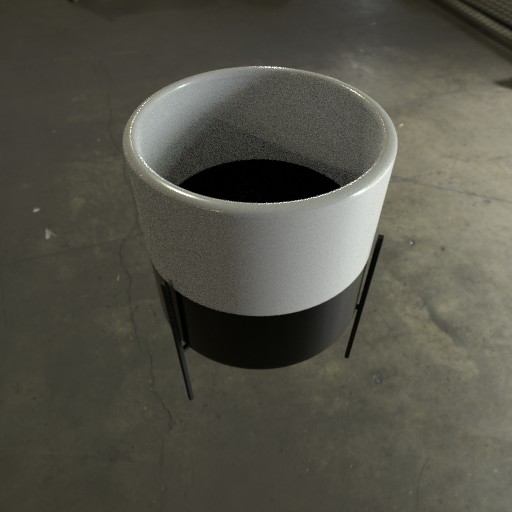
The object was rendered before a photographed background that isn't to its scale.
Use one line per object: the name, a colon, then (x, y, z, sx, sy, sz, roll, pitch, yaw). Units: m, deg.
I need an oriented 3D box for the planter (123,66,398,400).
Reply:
planter: (0.000, 0.000, 0.648, 0.310, 0.432, 0.310, -24, 51, -21)
